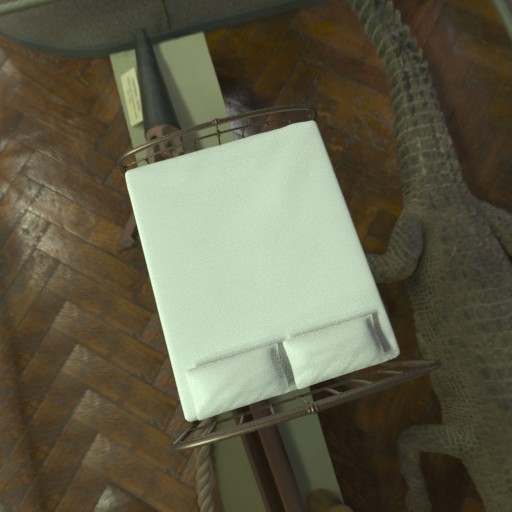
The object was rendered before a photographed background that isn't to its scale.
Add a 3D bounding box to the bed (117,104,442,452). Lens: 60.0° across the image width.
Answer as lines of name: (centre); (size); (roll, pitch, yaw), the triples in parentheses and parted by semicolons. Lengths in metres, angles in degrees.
bed: (0.000, 0.000, 3.291); (1.711, 1.475, 2.168); (-16, 77, -4)
